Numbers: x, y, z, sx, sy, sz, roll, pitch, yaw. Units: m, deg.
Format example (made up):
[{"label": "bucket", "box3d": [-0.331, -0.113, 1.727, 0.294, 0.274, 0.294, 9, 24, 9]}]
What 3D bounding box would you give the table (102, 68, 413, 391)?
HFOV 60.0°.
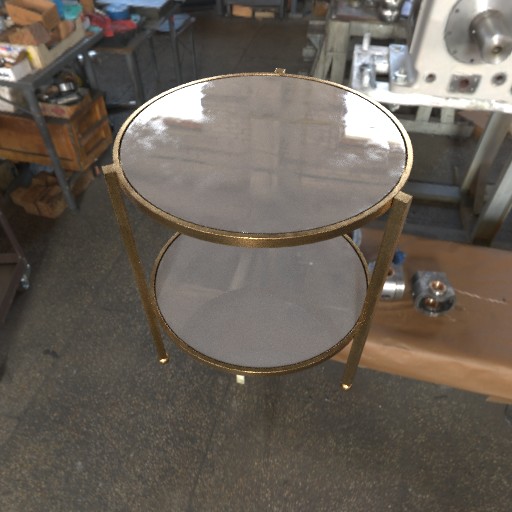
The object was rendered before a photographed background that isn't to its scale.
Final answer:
[{"label": "table", "box3d": [0.000, 0.000, 0.446, 0.243, 0.269, 0.231, -16, 48, -14]}]
